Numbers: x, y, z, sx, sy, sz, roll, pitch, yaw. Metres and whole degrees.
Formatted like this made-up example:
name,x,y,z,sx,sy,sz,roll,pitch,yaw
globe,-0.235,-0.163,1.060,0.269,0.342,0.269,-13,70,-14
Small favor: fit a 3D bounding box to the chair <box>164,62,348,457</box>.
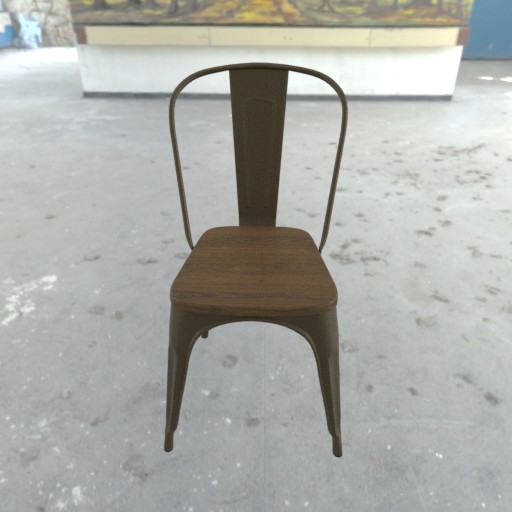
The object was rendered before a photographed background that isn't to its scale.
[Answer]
name,x,y,z,sx,sy,sz,roll,pitch,yaw
chair,0.000,0.000,1.125,0.451,0.844,0.532,1,31,2
